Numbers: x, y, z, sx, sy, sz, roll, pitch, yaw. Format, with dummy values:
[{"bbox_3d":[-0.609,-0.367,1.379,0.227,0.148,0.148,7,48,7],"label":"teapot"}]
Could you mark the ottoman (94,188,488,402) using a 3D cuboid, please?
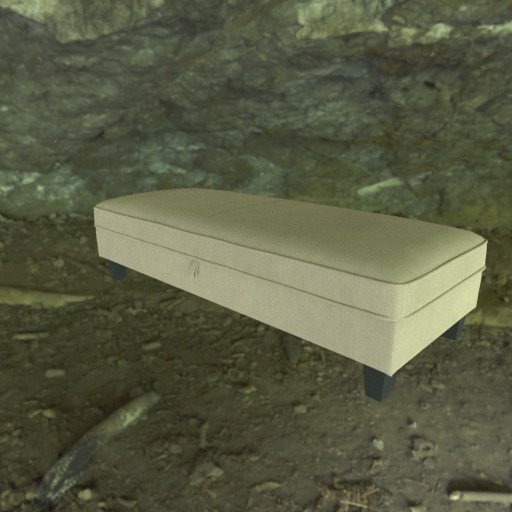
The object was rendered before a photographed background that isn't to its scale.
[{"bbox_3d":[0.000,0.000,1.990,1.726,0.460,0.735,15,22,42],"label":"ottoman"}]
